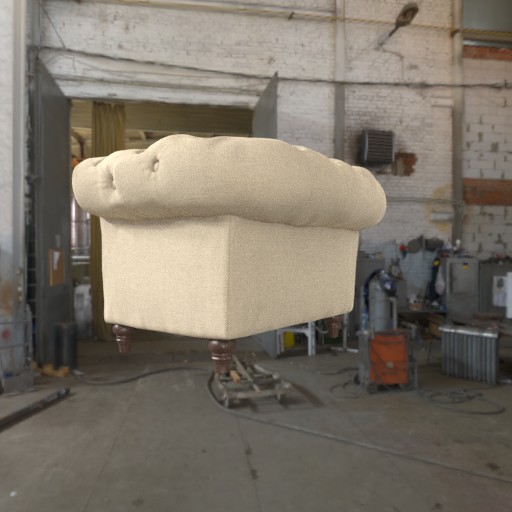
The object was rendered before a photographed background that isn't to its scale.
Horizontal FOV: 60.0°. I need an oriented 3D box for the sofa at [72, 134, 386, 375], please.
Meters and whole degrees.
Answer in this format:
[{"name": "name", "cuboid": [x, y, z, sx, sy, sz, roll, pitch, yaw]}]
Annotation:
[{"name": "sofa", "cuboid": [0.000, 0.000, 2.113, 1.034, 0.878, 1.405, 0, 0, 37]}]
